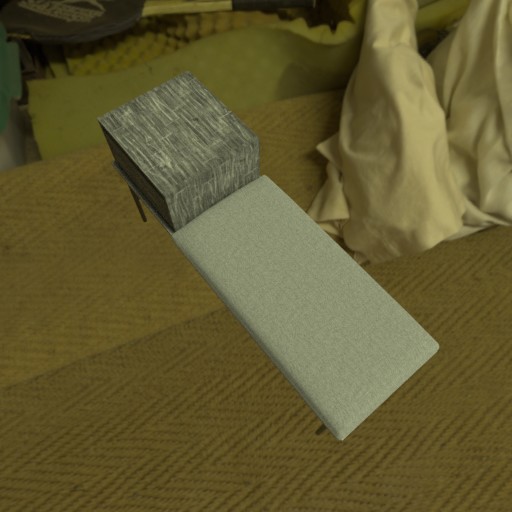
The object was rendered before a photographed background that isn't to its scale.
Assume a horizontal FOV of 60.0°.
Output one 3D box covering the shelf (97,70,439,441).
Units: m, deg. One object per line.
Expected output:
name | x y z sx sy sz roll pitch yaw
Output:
shelf | 0.000 0.000 1.684 0.457 0.633 1.342 -36 68 -17
